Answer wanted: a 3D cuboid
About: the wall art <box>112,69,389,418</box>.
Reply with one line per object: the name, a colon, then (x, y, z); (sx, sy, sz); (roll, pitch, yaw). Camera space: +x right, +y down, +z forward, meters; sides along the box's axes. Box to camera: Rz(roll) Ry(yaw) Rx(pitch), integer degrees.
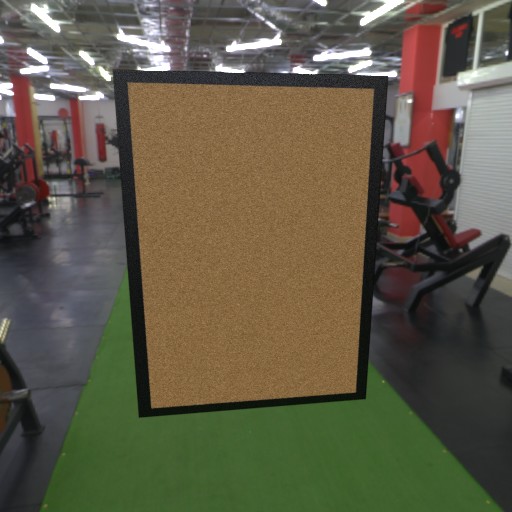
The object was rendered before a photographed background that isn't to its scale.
wall art: (0.000, 0.000, 1.253); (0.707, 0.967, 0.013); (-2, 15, -8)
